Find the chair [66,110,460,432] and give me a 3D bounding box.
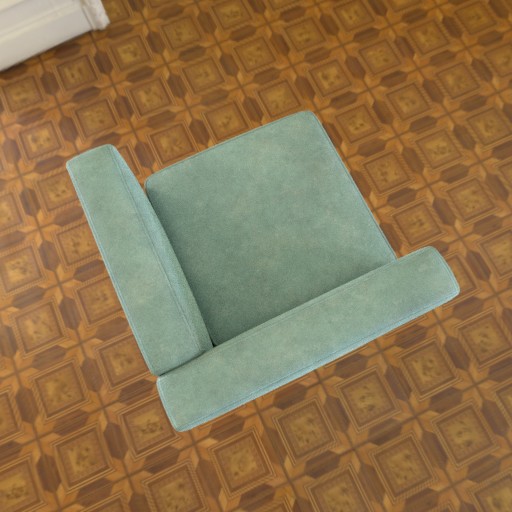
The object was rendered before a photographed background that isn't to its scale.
[{"bbox_3d":[0.000,0.000,1.272,0.691,0.660,0.684,-25,76,-6],"label":"chair"}]
